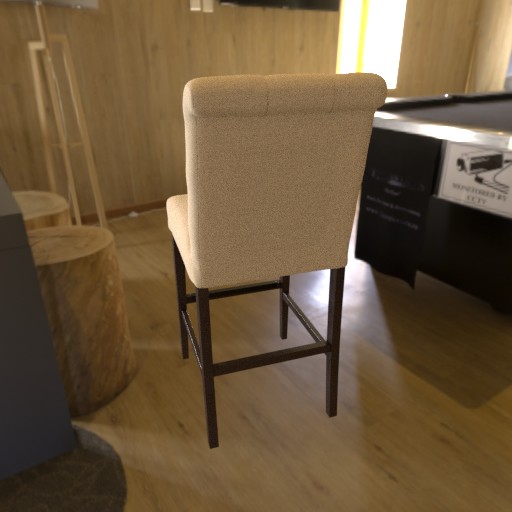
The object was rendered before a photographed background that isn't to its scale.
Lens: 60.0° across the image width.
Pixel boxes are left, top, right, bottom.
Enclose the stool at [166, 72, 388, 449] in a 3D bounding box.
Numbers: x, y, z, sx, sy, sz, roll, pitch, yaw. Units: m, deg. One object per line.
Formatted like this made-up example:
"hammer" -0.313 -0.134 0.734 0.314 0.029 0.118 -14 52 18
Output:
"stool" 0.000 0.000 1.434 0.482 1.118 0.610 -8 26 -16
